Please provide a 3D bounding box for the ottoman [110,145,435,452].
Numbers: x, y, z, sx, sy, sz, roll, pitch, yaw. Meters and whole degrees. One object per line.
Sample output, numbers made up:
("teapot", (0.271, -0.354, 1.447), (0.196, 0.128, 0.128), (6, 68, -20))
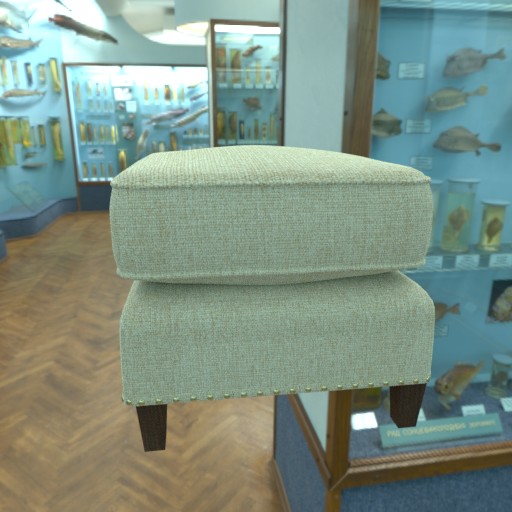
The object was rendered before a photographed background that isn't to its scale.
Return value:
("ottoman", (0.000, 0.000, 1.106), (0.589, 0.537, 0.738), (-2, 16, -7))
